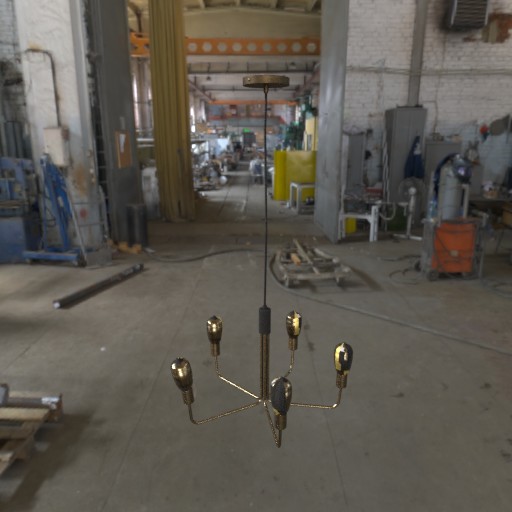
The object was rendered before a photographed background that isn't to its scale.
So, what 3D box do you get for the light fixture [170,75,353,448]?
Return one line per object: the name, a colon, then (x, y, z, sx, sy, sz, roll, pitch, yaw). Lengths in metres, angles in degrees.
light fixture: (0.000, 0.000, 1.413, 0.532, 1.059, 0.588, 14, 21, 43)
